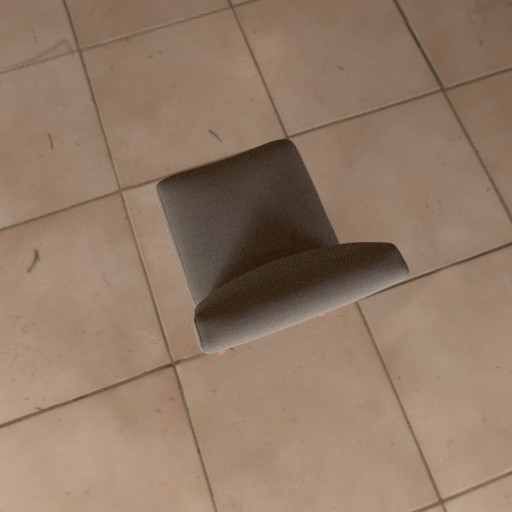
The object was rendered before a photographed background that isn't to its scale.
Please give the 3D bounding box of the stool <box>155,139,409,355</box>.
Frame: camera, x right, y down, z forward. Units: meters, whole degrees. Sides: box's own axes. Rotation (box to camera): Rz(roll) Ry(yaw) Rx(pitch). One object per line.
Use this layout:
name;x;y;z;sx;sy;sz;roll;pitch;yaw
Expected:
stool;0.000;0.000;1.396;0.483;1.112;0.570;-20;75;-6
